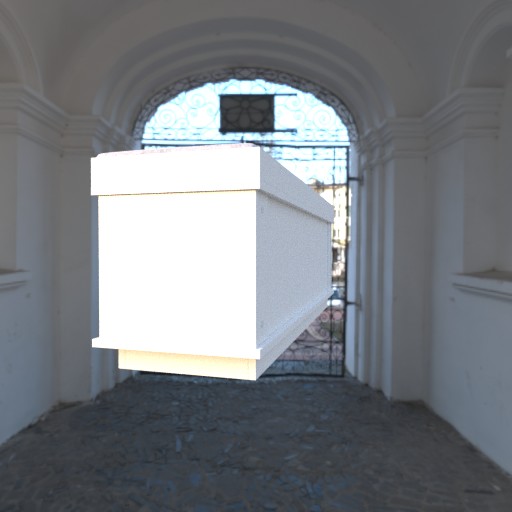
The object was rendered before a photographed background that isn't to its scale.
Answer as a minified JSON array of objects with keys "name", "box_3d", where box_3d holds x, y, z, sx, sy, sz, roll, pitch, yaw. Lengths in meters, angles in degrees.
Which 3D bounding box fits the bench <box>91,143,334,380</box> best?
[{"name":"bench","box_3d":[0.000,0.000,1.416,0.363,0.453,1.196,0,1,16]}]
